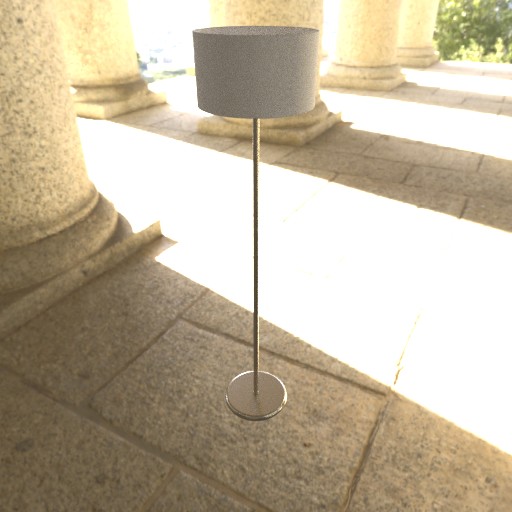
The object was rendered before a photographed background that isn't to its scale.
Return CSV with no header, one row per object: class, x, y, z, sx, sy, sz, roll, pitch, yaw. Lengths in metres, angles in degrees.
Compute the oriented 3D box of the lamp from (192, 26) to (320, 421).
lamp,0.000,0.000,1.585,0.347,1.443,0.347,0,31,0
